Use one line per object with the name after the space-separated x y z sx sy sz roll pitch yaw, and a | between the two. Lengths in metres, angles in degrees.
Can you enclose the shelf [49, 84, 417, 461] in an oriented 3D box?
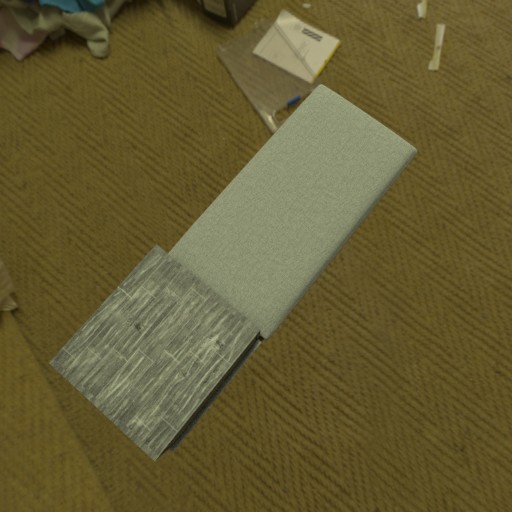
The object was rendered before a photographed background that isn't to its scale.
0.000 0.000 1.623 0.457 0.633 1.342 38 78 9 | shelf
